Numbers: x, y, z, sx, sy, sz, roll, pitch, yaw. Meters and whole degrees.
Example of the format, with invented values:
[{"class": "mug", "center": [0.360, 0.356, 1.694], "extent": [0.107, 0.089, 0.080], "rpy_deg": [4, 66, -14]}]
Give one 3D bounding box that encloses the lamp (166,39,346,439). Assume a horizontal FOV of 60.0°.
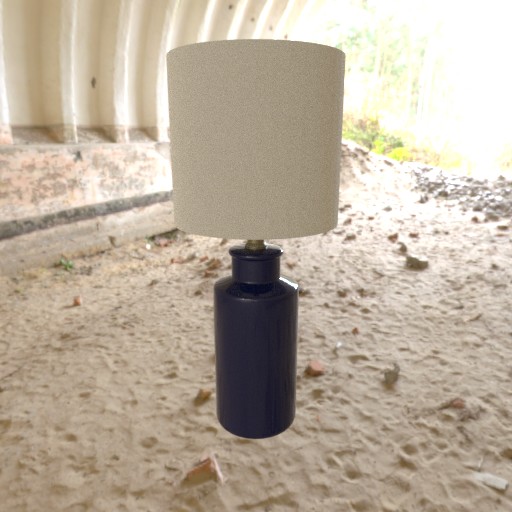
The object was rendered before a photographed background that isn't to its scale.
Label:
[{"class": "lamp", "center": [0.000, 0.000, 0.596], "extent": [0.212, 0.493, 0.212], "rpy_deg": [-2, 15, -9]}]
